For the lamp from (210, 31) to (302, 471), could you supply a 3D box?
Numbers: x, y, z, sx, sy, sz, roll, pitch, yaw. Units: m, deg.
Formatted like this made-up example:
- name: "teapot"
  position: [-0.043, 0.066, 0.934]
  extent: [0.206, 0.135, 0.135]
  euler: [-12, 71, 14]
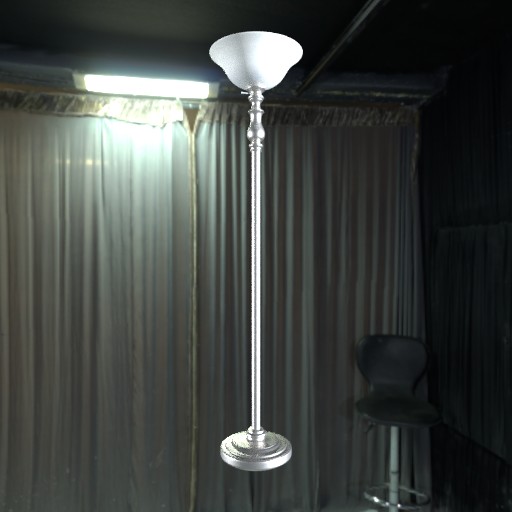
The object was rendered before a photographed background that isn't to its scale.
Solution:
- name: "lamp"
  position: [0.000, 0.000, 1.956]
  extent: [0.405, 1.771, 0.405]
  euler: [0, 1, -16]
